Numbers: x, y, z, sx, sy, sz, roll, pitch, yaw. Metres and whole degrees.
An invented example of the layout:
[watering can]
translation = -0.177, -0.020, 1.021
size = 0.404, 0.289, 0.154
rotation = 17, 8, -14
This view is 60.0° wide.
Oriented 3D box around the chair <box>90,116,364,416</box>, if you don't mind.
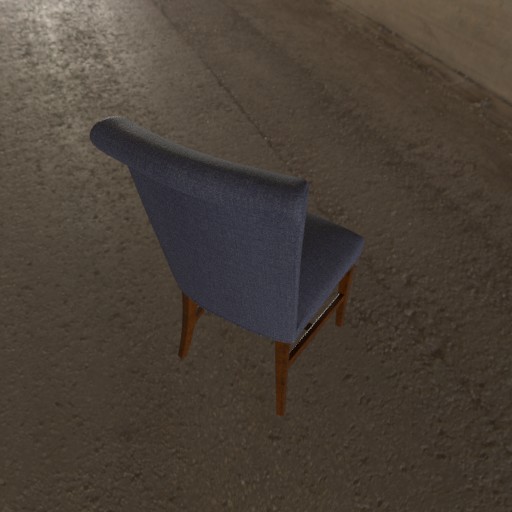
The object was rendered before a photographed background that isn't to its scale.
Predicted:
[chair]
translation = 0.000, 0.000, 1.355
size = 0.513, 0.988, 0.608
rotation = 23, 49, 22
